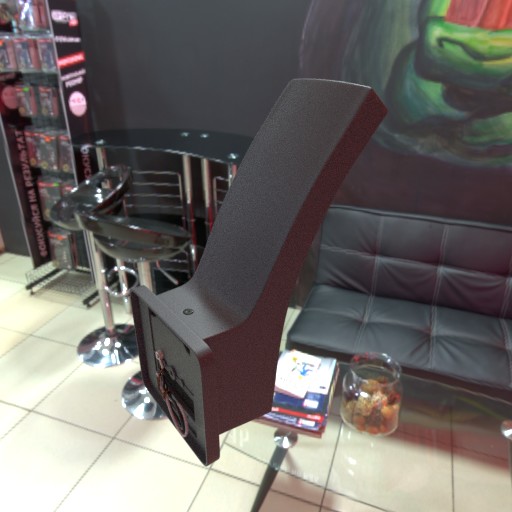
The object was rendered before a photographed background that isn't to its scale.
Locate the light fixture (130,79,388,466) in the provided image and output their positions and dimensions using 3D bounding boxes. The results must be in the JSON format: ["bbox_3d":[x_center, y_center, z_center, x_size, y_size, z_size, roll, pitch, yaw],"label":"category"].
[{"bbox_3d":[0.000,0.000,0.337,0.174,0.243,0.108,-18,32,-33],"label":"light fixture"}]
